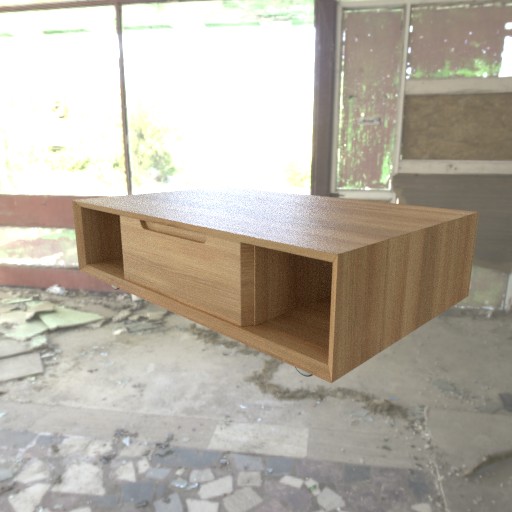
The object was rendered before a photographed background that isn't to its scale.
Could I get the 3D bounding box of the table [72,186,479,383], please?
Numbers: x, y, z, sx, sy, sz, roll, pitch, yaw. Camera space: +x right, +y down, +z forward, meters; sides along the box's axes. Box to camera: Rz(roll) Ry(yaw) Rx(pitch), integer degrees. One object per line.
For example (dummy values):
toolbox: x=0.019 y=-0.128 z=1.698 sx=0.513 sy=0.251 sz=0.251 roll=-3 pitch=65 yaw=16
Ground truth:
table: x=0.000 y=0.000 z=1.441 sx=1.100 sy=0.330 sz=0.700 roll=14 pitch=20 yaw=43
